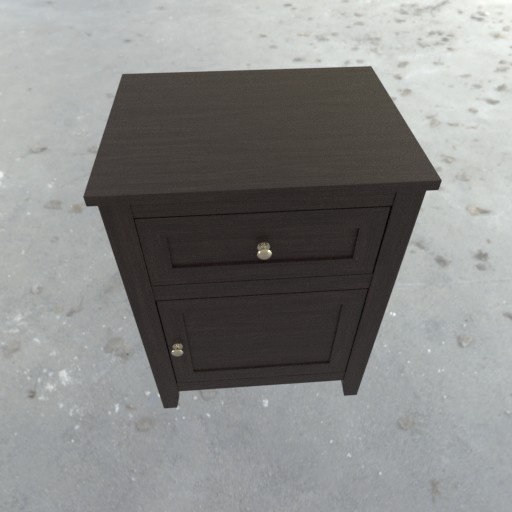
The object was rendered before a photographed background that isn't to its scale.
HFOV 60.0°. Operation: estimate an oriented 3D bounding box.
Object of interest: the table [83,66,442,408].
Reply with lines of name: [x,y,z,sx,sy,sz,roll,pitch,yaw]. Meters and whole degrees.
table: [0.000,0.000,0.946,0.480,0.635,0.381,-3,46,-3]
